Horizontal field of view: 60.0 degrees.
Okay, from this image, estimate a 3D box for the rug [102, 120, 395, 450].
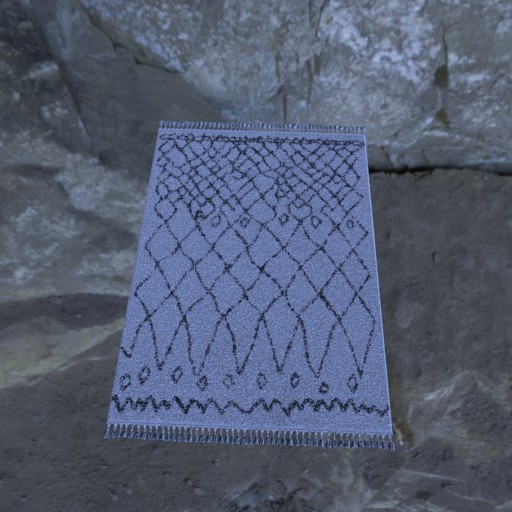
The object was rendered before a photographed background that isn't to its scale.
[{"bbox_3d":[0.000,0.000,2.949,1.613,0.017,2.312,2,64,1],"label":"rug"}]
